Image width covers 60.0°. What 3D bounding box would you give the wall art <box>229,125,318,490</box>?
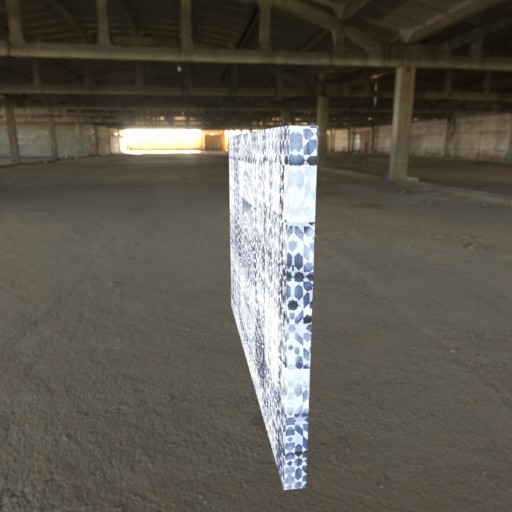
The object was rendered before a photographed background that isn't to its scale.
[{"bbox_3d":[0.000,0.000,0.755,0.030,0.406,0.608,-2,15,-9],"label":"wall art"}]
